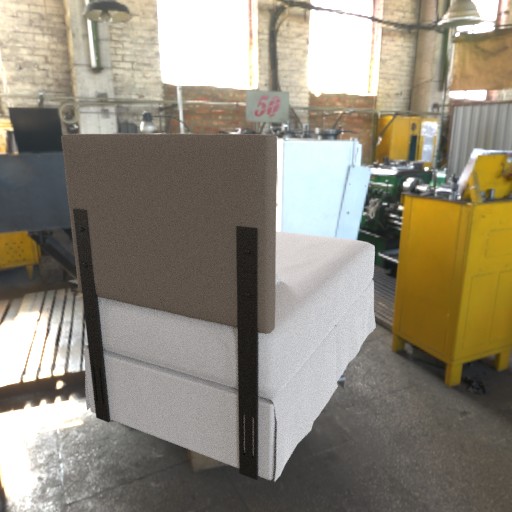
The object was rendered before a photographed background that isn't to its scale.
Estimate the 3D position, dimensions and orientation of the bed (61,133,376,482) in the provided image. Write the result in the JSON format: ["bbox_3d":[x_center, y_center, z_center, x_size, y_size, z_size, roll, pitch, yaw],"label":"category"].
[{"bbox_3d":[0.000,0.000,2.945,1.261,1.571,1.997,8,17,26],"label":"bed"}]
